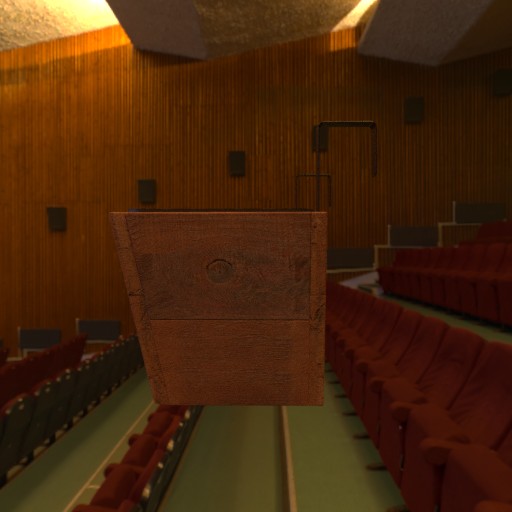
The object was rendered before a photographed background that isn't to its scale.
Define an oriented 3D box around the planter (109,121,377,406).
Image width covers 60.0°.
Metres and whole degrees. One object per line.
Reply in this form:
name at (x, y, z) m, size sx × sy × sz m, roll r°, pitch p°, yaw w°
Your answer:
planter at (0.000, 0.000, 0.642) m, size 0.262 × 0.289 × 0.480 m, roll 0°, pitch 0°, yaw 1°
